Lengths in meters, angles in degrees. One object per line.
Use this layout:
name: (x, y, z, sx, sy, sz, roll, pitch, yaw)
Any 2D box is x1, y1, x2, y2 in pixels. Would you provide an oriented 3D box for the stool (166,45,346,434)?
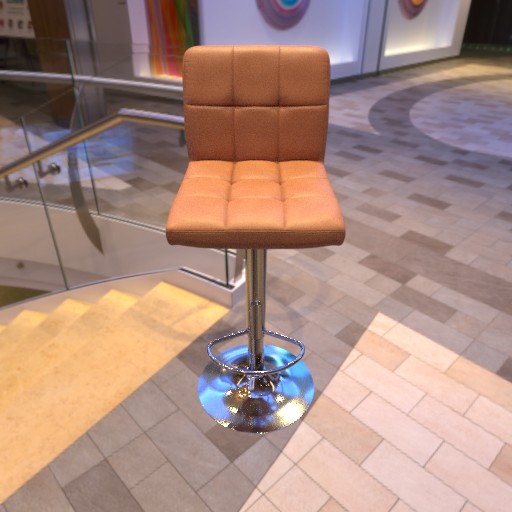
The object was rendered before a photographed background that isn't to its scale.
stool: (0.000, 0.000, 1.343, 0.430, 1.115, 0.505, 0, 31, 0)
